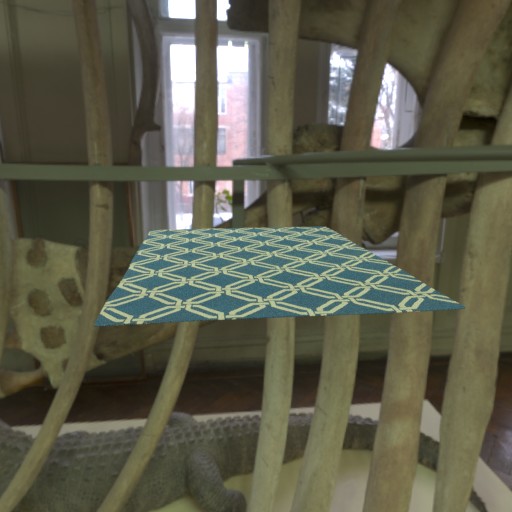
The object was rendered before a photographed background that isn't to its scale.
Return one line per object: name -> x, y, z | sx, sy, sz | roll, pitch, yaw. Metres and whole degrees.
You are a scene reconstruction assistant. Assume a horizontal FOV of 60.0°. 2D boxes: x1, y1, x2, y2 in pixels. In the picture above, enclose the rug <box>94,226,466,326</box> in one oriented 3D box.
rug -> 0.000, 0.000, 2.787 | 1.524, 0.013, 2.135 | -2, 13, -7
